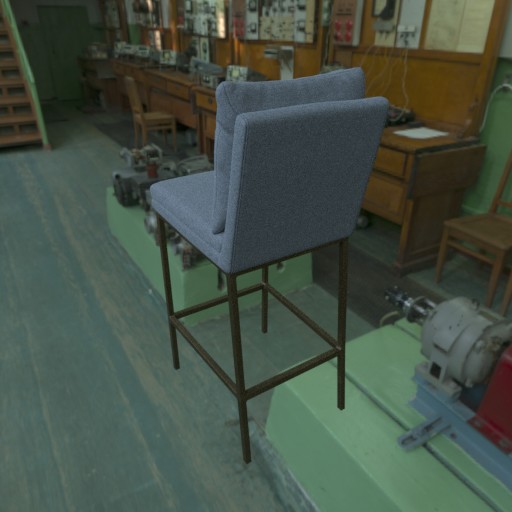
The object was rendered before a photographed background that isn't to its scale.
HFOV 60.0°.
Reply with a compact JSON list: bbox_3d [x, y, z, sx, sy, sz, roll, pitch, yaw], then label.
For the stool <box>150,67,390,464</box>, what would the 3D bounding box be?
[{"bbox_3d":[0.000,0.000,1.426,0.463,1.130,0.569,-17,33,-29],"label":"stool"}]
